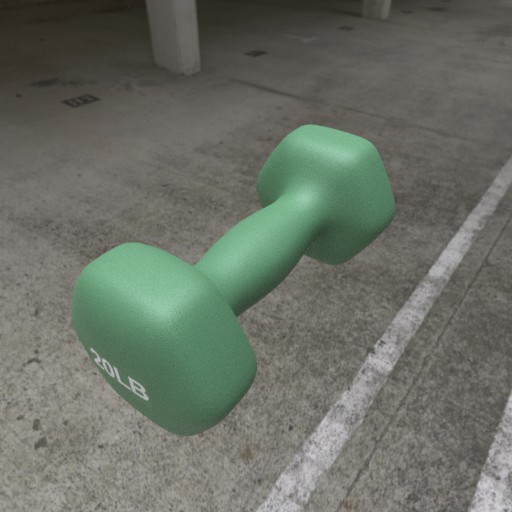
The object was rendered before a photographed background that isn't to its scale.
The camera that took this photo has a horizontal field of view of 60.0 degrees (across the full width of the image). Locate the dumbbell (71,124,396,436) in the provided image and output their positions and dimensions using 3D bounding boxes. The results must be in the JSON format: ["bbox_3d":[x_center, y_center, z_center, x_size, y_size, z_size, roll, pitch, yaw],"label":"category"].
[{"bbox_3d":[0.000,0.000,0.324,0.126,0.114,0.257,26,47,27],"label":"dumbbell"}]
